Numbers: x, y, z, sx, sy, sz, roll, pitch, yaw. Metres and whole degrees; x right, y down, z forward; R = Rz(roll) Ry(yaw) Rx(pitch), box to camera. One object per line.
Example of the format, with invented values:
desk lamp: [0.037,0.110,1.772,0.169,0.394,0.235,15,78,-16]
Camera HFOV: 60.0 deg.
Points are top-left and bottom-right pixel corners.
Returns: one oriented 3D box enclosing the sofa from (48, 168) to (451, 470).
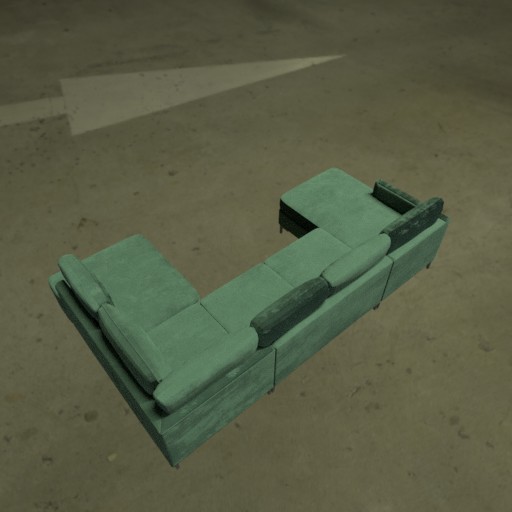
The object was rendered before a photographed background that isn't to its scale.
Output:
sofa: [0.000,0.000,4.383,3.434,0.992,2.055,-31,53,-27]
